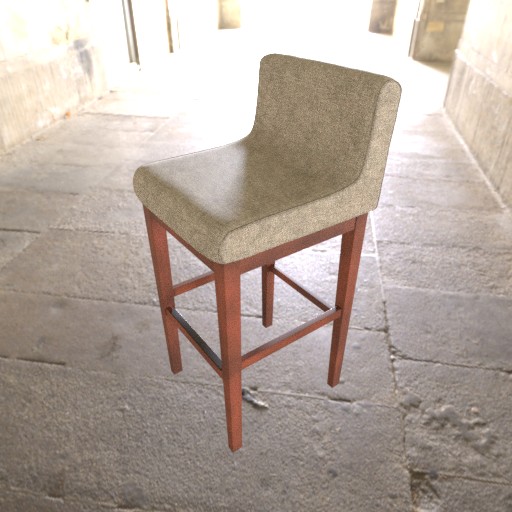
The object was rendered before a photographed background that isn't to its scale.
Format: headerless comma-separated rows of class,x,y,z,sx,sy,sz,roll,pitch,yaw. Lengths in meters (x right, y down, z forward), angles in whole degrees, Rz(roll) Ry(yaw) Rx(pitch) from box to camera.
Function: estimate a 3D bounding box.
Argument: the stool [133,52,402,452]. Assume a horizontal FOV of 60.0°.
stool,0.000,0.000,1.231,0.499,0.965,0.426,-22,39,-30
